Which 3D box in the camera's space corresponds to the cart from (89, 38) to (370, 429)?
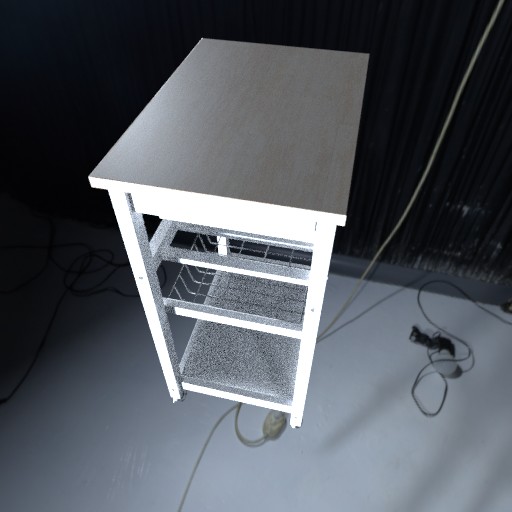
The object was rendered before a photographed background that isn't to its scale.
[{"bbox_3d":[0.000,0.000,1.169,0.406,0.857,0.578,10,47,9],"label":"cart"}]
